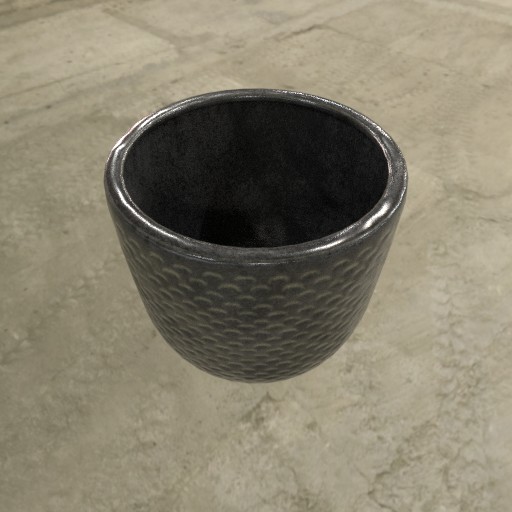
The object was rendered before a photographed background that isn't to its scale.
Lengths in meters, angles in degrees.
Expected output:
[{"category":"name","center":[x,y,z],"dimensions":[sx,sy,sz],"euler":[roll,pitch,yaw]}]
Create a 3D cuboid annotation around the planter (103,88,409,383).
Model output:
[{"category":"planter","center":[0.000,0.000,0.357],"dimensions":[0.197,0.191,0.197],"euler":[0,46,0]}]
